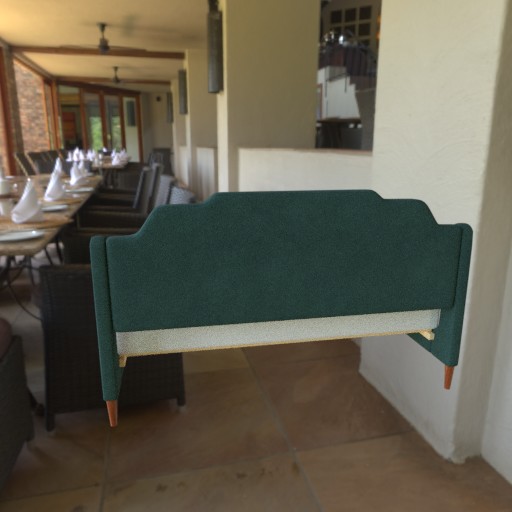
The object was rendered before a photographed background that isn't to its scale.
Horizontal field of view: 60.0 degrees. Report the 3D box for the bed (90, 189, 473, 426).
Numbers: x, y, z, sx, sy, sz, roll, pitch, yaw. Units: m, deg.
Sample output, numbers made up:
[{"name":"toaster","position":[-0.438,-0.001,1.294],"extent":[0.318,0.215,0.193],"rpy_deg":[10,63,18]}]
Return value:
[{"name":"bed","position":[0.000,0.000,3.516],"extent":[2.074,1.245,2.340],"rpy_deg":[-3,14,-10]}]
